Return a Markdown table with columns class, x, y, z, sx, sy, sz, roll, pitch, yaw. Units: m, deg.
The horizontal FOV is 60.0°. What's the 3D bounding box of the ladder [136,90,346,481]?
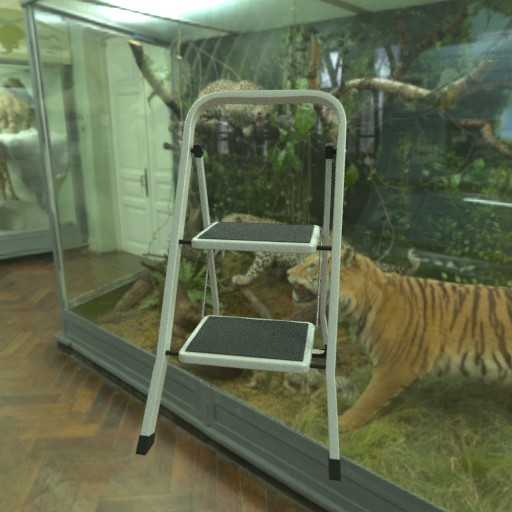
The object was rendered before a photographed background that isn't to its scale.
| class | x | y | z | sx | sy | sz | roll | pitch | yaw |
| --- | --- | --- | --- | --- | --- | --- | --- | --- | --- |
| ladder | 0.000 | 0.000 | 1.117 | 0.460 | 0.810 | 0.544 | 3 | 16 | 10 |
